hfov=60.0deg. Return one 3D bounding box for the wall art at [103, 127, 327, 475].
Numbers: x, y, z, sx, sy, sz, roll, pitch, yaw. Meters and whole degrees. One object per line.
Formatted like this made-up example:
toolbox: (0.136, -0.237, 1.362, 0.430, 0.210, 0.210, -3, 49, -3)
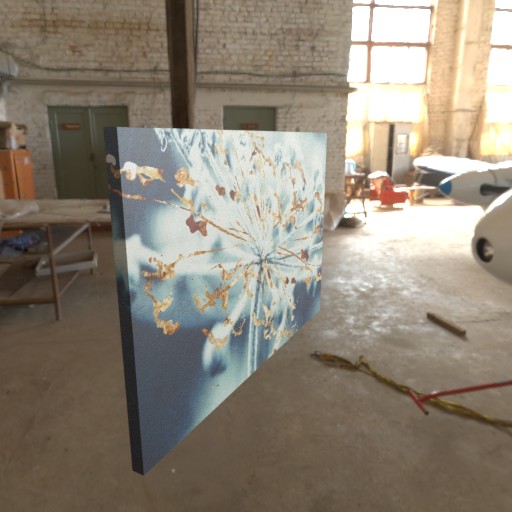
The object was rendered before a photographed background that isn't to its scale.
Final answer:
wall art: (0.000, 0.000, 1.399, 0.035, 0.759, 1.138, 8, 17, 27)
